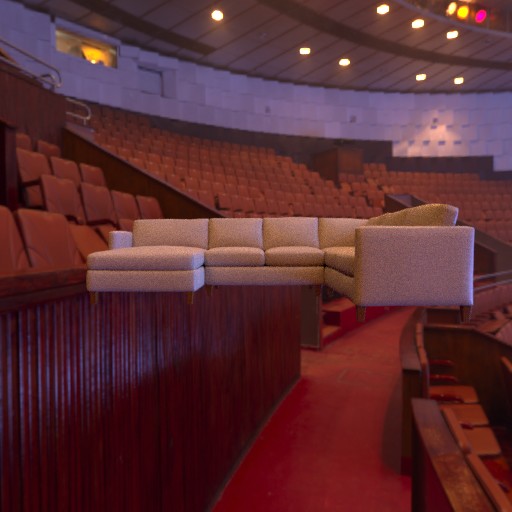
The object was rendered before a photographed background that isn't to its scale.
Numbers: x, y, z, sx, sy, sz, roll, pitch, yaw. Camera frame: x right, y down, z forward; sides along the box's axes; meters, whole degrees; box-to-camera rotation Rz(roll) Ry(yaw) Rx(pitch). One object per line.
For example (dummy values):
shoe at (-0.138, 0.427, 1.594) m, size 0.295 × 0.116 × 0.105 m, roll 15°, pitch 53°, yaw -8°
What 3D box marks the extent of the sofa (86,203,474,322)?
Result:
sofa at (0.000, 0.000, 4.724) m, size 3.460 × 0.961 × 2.594 m, roll 0°, pitch 2°, yaw 1°
